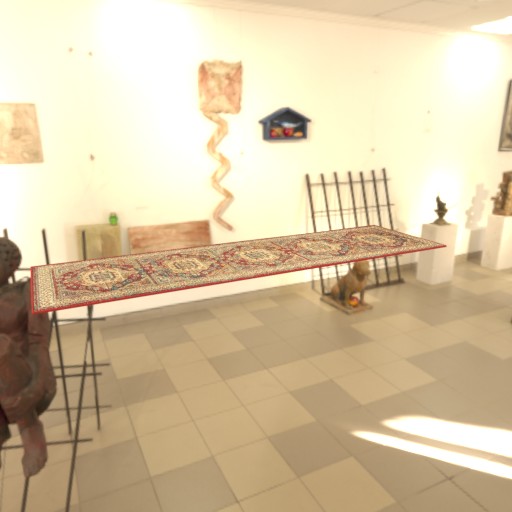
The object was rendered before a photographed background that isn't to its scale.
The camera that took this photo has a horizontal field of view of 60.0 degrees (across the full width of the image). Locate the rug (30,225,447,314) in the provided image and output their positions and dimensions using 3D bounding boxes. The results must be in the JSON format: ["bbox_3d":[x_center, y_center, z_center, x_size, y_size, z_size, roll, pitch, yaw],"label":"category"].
[{"bbox_3d":[0.000,0.000,2.512,2.292,0.015,0.659,-8,18,-25],"label":"rug"}]
